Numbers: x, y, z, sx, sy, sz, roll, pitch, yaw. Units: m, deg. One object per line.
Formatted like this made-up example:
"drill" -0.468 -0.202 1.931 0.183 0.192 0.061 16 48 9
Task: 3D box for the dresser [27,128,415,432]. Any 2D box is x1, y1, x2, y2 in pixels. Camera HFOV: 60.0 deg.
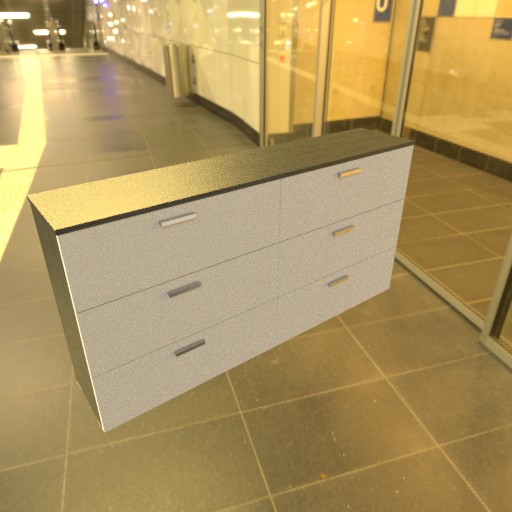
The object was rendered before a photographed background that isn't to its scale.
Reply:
"dresser" 0.000 0.000 1.856 1.535 0.790 0.333 -20 34 -32
